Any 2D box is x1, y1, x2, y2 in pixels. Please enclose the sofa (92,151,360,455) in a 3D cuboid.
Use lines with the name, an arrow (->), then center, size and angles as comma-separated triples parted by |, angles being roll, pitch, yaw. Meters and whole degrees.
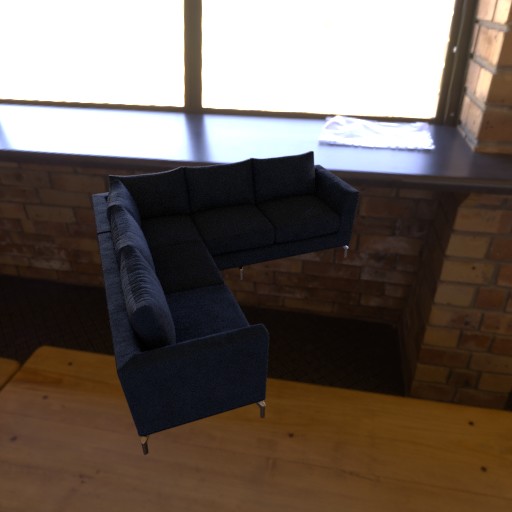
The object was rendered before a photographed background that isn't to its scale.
sofa -> 0.000, 0.000, 3.779 | 2.463, 0.988, 2.472 | -11, 33, -17
